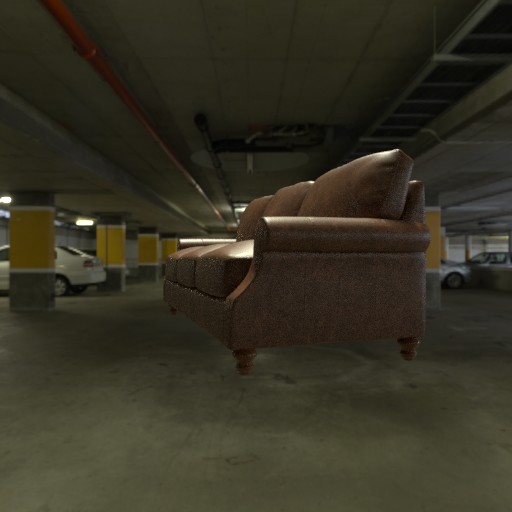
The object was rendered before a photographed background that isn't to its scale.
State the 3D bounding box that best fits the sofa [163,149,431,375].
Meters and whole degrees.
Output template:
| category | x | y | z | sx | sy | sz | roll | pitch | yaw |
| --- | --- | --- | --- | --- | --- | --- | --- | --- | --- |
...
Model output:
| category | x | y | z | sx | sy | sz | roll | pitch | yaw |
| --- | --- | --- | --- | --- | --- | --- | --- | --- | --- |
| sofa | 0.000 | 0.000 | 2.923 | 0.973 | 0.977 | 2.351 | 0 | 0 | -19 |
